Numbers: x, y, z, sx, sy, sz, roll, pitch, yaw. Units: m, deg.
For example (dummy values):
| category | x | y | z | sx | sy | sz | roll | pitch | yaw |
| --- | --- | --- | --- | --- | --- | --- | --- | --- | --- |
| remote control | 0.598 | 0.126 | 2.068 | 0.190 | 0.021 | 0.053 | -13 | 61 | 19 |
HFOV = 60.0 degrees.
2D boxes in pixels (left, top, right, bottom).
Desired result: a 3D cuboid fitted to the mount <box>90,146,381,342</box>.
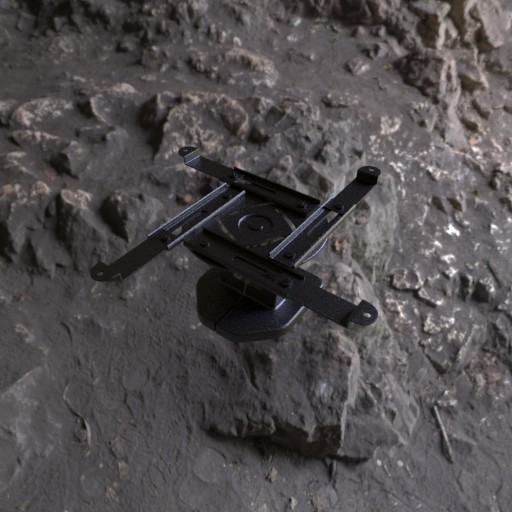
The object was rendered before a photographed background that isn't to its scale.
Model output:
| category | x | y | z | sx | sy | sz | roll | pitch | yaw |
| --- | --- | --- | --- | --- | --- | --- | --- | --- | --- |
| mount | 0.000 | 0.000 | 0.604 | 0.394 | 0.141 | 0.394 | 26 | 48 | 27 |
